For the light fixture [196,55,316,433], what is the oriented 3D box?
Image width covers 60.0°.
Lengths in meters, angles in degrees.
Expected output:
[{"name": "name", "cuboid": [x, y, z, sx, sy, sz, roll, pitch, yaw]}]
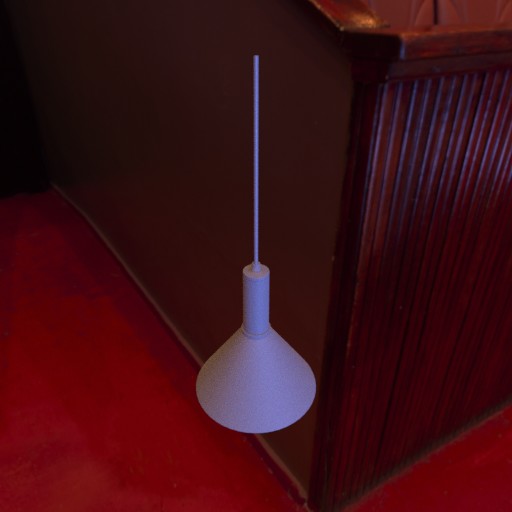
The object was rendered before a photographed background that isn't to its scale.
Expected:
[{"name": "light fixture", "cuboid": [0.000, 0.000, 0.823, 0.267, 0.683, 0.267, -20, 37, -29]}]
